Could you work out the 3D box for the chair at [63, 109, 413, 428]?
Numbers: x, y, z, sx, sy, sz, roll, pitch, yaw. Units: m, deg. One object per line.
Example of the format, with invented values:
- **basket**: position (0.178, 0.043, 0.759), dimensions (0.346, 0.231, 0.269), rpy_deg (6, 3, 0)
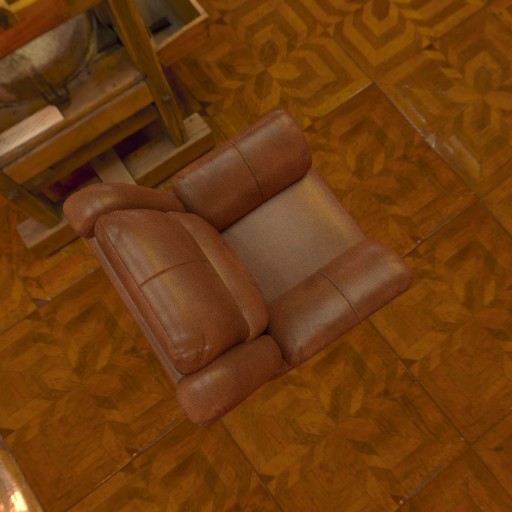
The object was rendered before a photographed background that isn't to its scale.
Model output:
- **chair**: position (0.000, 0.000, 1.933), dimensions (1.041, 1.093, 0.990), rpy_deg (-33, 79, -7)
